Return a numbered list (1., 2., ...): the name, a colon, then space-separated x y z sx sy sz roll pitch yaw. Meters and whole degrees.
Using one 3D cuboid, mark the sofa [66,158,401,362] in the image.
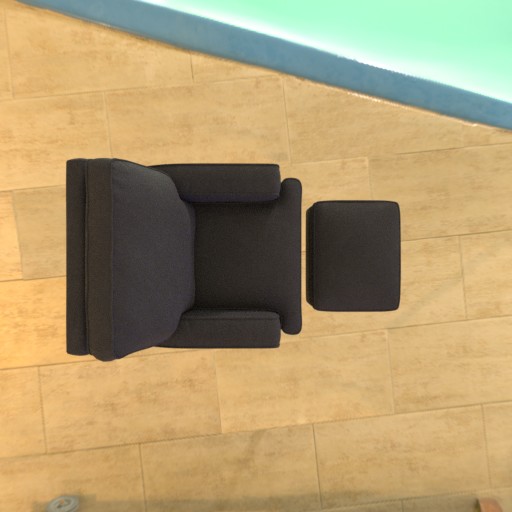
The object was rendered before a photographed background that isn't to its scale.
1. sofa: 0.000 0.000 2.065 1.472 0.959 0.861 0 90 -2
